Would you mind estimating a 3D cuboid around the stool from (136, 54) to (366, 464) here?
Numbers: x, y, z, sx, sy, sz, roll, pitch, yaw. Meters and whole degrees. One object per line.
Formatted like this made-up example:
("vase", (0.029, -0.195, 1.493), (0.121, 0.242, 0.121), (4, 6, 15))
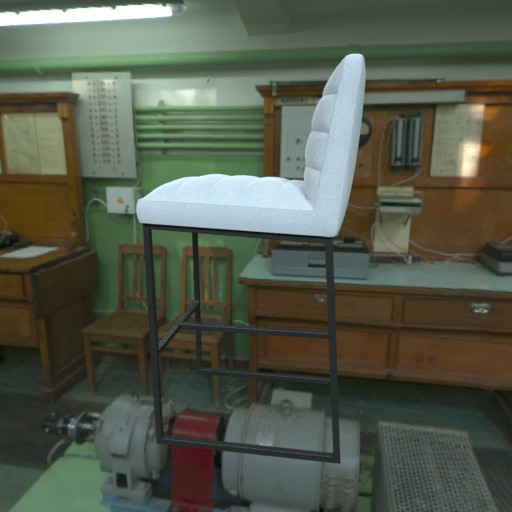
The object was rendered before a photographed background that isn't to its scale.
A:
("stool", (0.000, 0.000, 1.353), (0.573, 1.061, 0.464), (2, 14, 9))
